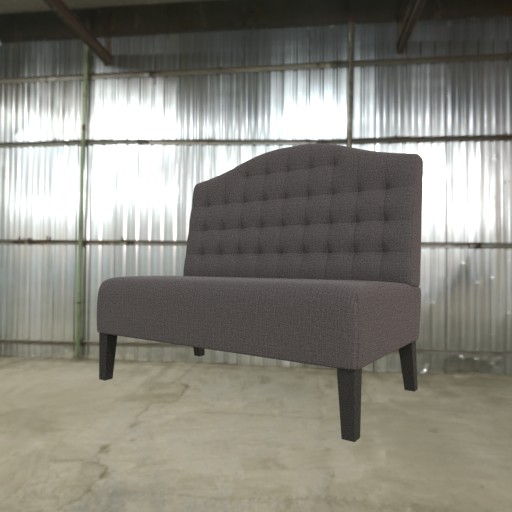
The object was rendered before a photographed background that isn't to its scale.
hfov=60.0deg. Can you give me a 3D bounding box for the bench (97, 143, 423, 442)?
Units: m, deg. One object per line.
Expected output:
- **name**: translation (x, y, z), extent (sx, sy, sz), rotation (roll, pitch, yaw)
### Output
- **bench**: translation (0.000, 0.000, 2.075), extent (1.335, 1.180, 0.815), rotation (-1, -1, 35)
